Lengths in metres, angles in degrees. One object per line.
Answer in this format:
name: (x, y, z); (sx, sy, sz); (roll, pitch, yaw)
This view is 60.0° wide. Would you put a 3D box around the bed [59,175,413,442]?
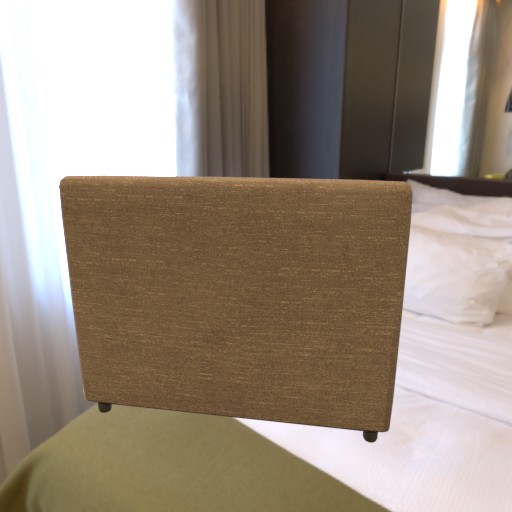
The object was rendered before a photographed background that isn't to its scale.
bed: (0.000, 0.000, 3.172); (1.723, 1.330, 2.142); (3, 16, 9)
